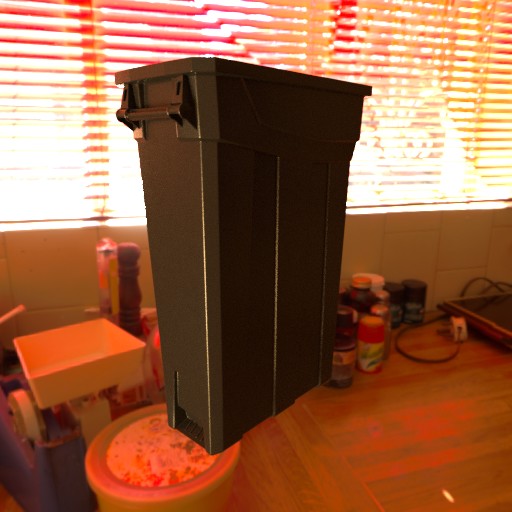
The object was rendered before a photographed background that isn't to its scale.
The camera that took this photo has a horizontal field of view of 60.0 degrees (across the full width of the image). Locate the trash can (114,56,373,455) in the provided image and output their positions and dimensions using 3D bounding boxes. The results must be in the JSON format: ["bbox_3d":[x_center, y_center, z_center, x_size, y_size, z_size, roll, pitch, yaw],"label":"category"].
[{"bbox_3d":[0.000,0.000,1.029,0.281,0.762,0.559,13,19,41],"label":"trash can"}]
